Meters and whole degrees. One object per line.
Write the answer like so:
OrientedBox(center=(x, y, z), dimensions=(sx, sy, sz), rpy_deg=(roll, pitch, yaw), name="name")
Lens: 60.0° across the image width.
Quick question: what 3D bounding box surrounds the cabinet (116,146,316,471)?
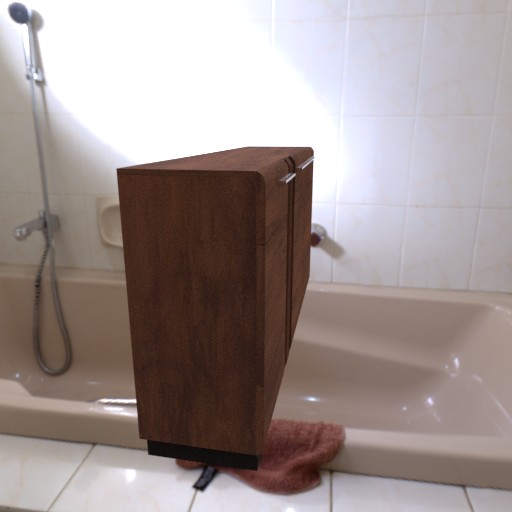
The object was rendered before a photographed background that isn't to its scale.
OrientedBox(center=(0.000, 0.000, 1.993), dimensions=(0.420, 0.900, 1.600), rpy_deg=(3, 16, 11), name="cabinet")
